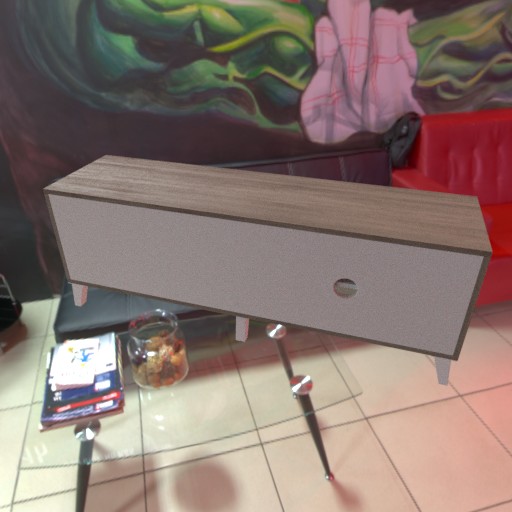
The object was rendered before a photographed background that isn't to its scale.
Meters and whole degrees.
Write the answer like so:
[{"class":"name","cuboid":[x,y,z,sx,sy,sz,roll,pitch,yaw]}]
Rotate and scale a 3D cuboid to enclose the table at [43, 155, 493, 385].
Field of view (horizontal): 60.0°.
[{"class":"table","cuboid":[0.000,0.000,1.720,1.500,0.530,0.400,9,32,15]}]
